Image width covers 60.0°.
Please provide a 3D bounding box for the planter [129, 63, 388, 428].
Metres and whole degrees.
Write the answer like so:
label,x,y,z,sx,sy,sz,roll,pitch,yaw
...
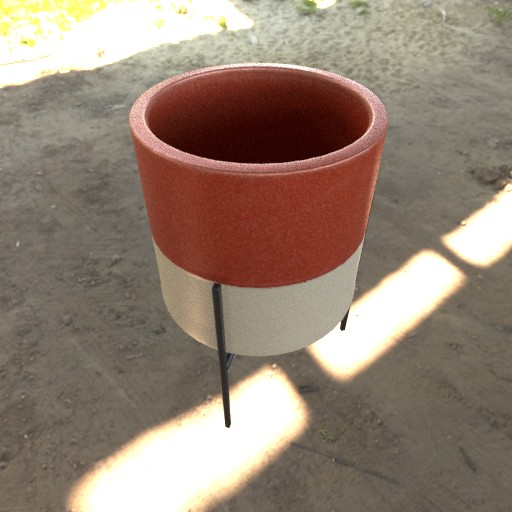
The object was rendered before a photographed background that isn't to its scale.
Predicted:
label,x,y,z,sx,sy,sz,roll,pitch,yaw
planter,0.000,0.000,0.516,0.235,0.354,0.251,12,43,13
